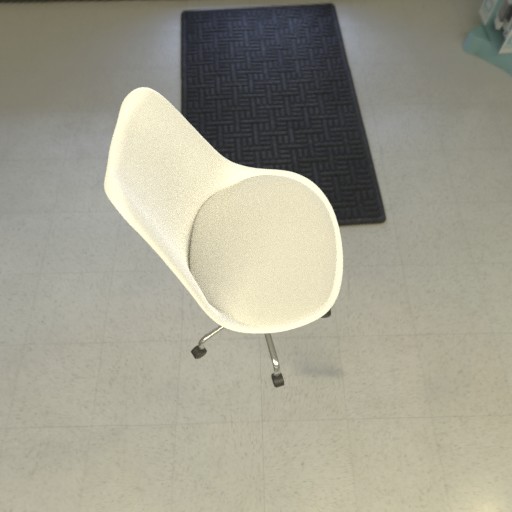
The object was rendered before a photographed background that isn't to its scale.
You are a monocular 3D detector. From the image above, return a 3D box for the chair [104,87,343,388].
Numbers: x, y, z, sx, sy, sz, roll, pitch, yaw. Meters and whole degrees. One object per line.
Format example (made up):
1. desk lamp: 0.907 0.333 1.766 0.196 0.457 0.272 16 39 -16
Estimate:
1. chair: 0.000 0.000 1.236 0.550 0.930 0.550 1 63 1
